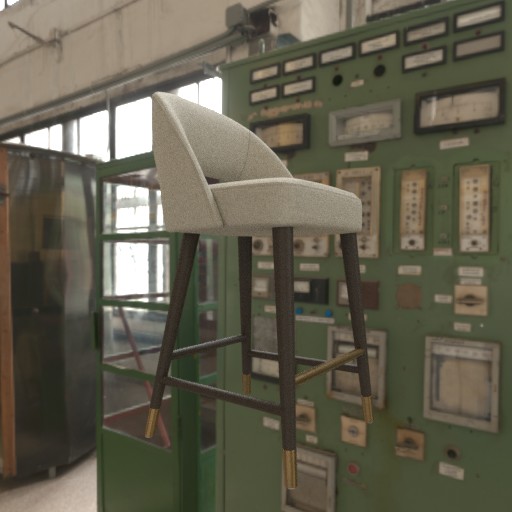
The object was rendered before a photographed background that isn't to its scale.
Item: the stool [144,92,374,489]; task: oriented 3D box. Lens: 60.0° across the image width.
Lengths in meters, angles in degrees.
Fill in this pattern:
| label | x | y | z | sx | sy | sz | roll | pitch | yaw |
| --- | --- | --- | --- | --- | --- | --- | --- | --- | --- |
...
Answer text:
| label | x | y | z | sx | sy | sz | roll | pitch | yaw |
| --- | --- | --- | --- | --- | --- | --- | --- | --- | --- |
| stool | 0.000 | 0.000 | 1.217 | 0.509 | 0.940 | 0.494 | 0 | 1 | 36 |
